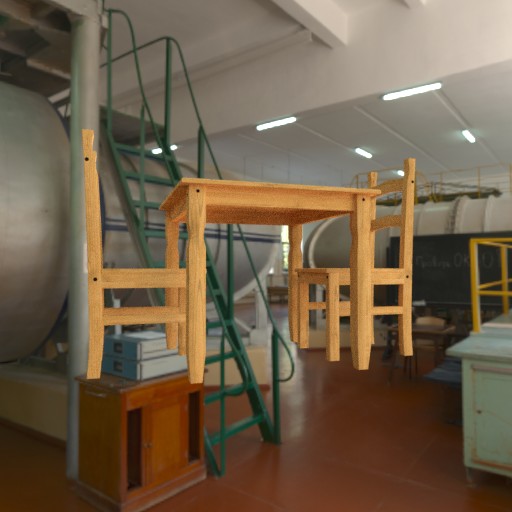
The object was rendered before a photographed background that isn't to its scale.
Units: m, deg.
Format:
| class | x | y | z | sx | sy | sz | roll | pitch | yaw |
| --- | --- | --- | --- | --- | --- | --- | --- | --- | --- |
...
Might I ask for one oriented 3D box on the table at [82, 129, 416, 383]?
| class | x | y | z | sx | sy | sz | roll | pitch | yaw |
| --- | --- | --- | --- | --- | --- | --- | --- | --- | --- |
| table | 0.000 | 0.000 | 2.068 | 1.501 | 0.942 | 0.813 | 0 | -1 | -18 |
